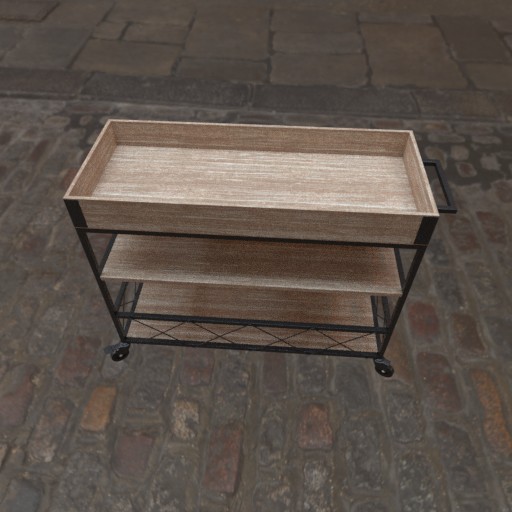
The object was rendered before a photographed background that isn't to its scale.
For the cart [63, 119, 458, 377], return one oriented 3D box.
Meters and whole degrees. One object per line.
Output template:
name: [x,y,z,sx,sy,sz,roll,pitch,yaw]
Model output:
cart: [0.000,0.000,1.549,1.101,0.787,0.500,3,47,3]
